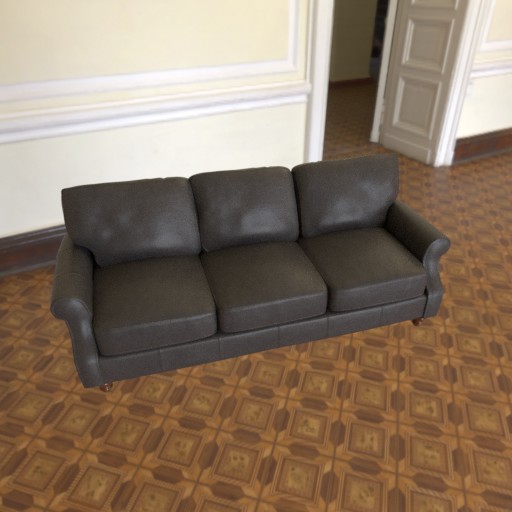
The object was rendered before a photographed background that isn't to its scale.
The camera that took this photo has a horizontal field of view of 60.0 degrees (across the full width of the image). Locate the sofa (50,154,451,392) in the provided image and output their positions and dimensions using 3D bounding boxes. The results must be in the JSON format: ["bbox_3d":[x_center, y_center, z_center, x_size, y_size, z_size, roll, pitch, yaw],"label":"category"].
[{"bbox_3d":[0.000,0.000,2.842,2.387,0.977,0.974,-9,33,-14],"label":"sofa"}]
